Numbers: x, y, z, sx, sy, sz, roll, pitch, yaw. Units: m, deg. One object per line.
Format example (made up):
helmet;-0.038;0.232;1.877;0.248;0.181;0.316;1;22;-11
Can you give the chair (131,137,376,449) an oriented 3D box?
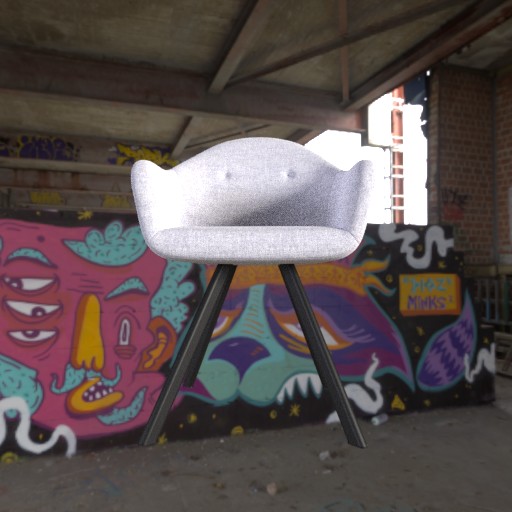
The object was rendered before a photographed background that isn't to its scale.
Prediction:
chair;0.000;0.000;1.178;0.540;0.780;0.570;0;-2;2
